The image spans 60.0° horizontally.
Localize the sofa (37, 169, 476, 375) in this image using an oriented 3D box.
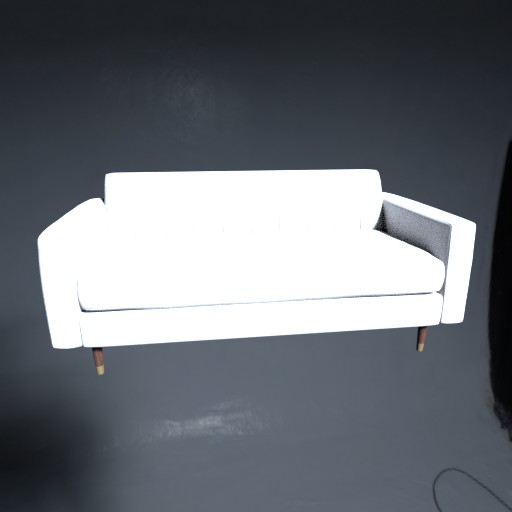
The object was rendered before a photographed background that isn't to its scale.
[{"bbox_3d":[0.000,0.000,2.352,1.895,0.814,0.969,-2,17,-8],"label":"sofa"}]
